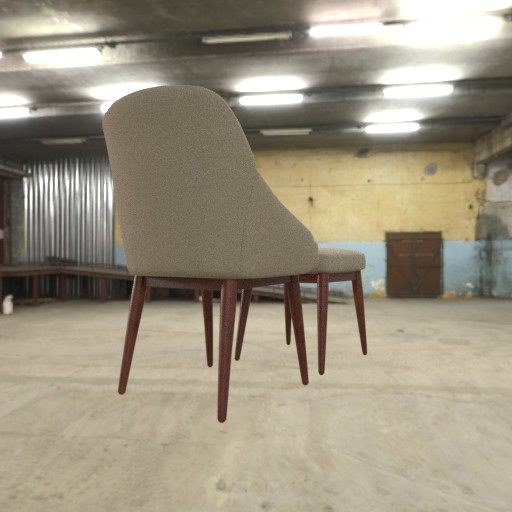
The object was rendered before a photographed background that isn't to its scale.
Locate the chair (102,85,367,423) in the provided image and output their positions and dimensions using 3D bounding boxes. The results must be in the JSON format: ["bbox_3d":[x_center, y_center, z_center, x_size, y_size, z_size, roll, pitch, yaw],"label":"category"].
[{"bbox_3d":[0.000,0.000,1.617,0.584,0.866,1.114,0,0,36],"label":"chair"}]
